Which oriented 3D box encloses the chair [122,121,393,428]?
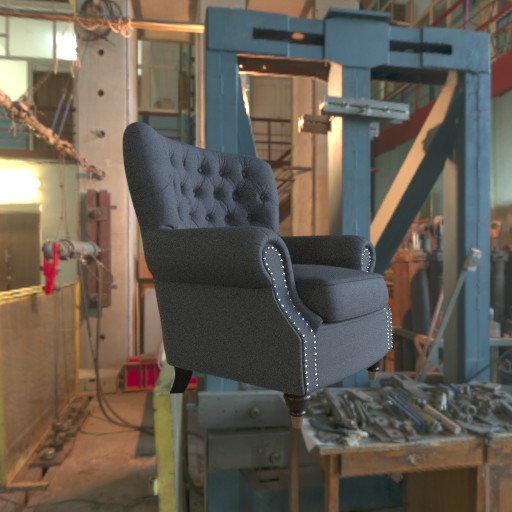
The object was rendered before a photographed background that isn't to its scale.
[{"bbox_3d":[0.000,0.000,1.843,0.983,1.046,0.983,0,0,35],"label":"chair"}]
